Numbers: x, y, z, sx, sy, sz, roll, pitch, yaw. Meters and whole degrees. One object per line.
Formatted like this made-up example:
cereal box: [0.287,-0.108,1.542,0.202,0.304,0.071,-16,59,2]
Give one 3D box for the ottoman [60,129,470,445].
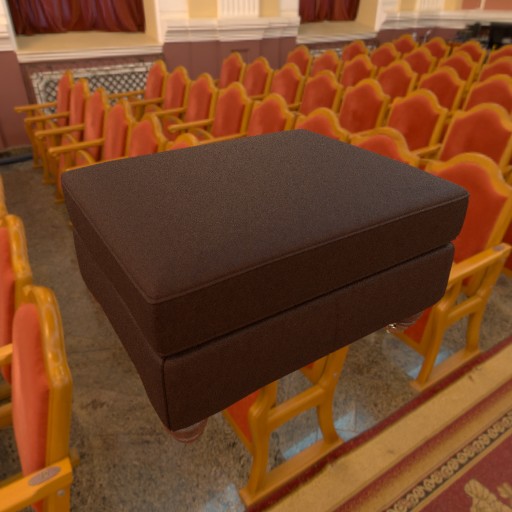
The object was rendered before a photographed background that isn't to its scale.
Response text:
ottoman: [0.000,0.000,1.755,1.187,0.730,0.967,-18,35,-28]
